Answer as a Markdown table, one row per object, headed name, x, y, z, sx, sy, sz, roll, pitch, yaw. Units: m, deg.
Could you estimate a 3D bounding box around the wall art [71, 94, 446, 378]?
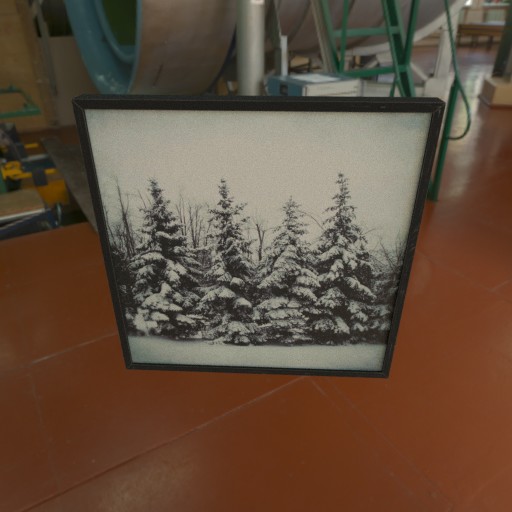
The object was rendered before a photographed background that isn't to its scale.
| name | x | y | z | sx | sy | sz | roll | pitch | yaw |
| --- | --- | --- | --- | --- | --- | --- | --- | --- | --- |
| wall art | 0.000 | 0.000 | 0.740 | 0.506 | 0.506 | 0.036 | 1 | 30 | 2 |
